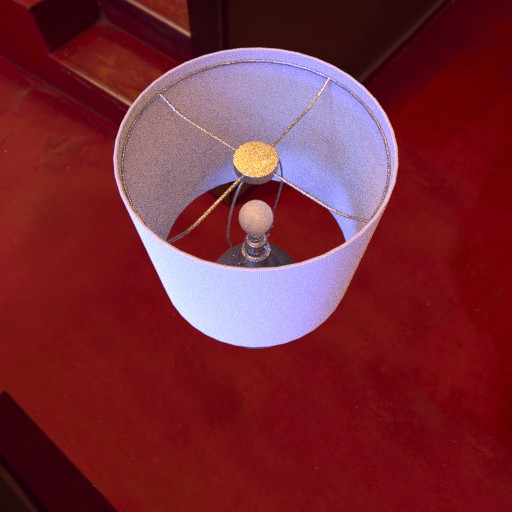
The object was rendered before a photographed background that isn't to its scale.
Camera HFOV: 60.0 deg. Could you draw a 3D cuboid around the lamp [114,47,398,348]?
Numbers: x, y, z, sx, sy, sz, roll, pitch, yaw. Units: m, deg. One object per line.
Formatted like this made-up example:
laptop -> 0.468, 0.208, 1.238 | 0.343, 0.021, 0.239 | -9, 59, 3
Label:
lamp -> 0.000, 0.000, 0.487 | 0.207, 0.366, 0.207 | 35, 68, 16
